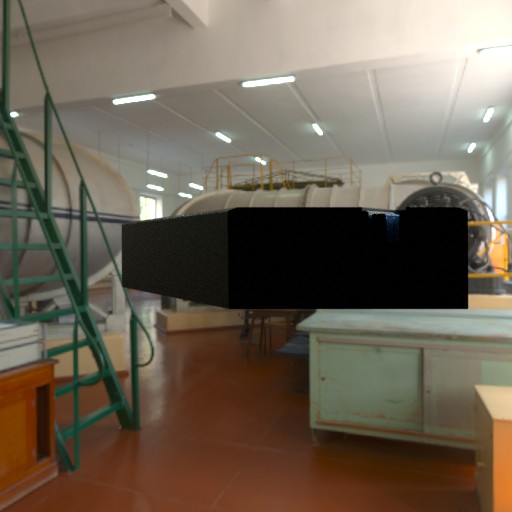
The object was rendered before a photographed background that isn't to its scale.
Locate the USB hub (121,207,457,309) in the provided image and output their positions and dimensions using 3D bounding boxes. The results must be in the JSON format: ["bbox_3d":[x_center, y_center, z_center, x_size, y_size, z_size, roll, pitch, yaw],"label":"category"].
[{"bbox_3d":[0.000,0.000,0.129,0.044,0.023,0.110,-1,1,-36],"label":"USB hub"}]
